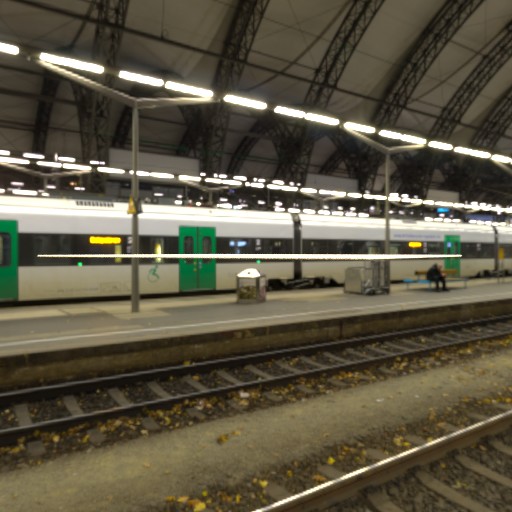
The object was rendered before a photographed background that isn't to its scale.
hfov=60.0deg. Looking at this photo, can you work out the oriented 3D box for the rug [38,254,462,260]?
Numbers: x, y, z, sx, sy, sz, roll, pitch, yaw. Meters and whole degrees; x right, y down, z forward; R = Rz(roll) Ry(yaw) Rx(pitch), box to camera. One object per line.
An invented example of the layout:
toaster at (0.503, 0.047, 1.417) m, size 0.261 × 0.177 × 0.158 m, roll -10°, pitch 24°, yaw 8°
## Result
rug at (0.000, 0.000, 4.069) m, size 3.050 × 0.015 × 2.441 m, roll 0°, pitch 1°, yaw 35°
